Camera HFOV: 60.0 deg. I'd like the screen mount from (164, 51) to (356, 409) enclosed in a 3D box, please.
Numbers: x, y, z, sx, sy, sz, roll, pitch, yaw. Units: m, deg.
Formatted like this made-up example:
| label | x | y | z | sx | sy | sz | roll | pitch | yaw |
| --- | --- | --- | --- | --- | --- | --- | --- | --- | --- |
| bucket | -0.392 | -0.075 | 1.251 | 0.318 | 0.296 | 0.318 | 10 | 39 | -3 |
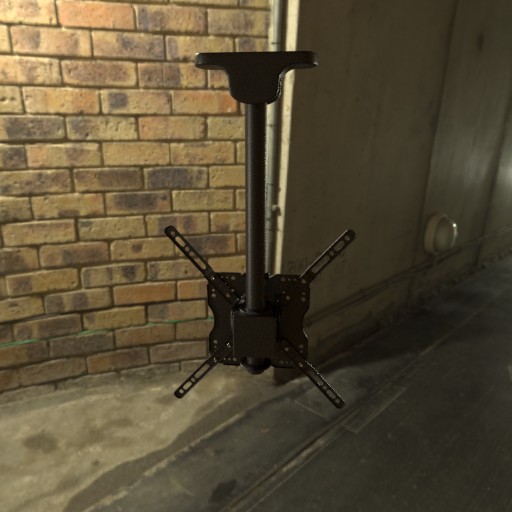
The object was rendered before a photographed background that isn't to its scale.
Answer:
| label | x | y | z | sx | sy | sz | roll | pitch | yaw |
| --- | --- | --- | --- | --- | --- | --- | --- | --- | --- |
| screen mount | 0.000 | 0.000 | 0.875 | 0.393 | 0.729 | 0.090 | 2 | 16 | 6 |
